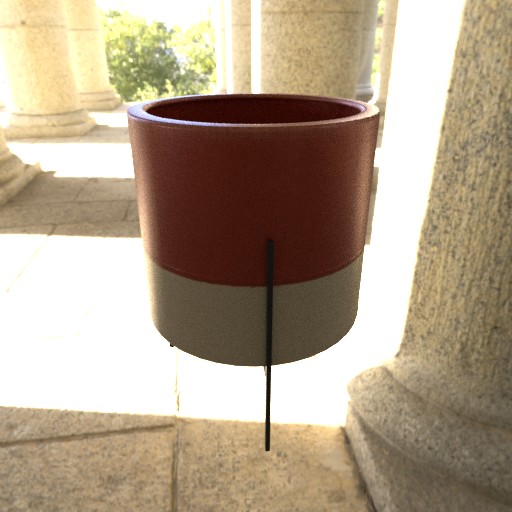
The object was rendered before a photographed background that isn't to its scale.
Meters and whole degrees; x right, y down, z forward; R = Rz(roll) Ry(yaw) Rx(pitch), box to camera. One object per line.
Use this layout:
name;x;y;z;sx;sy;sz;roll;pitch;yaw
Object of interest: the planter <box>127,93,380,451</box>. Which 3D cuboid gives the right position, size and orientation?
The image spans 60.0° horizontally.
planter;0.000;0.000;0.717;0.354;0.465;0.345;-18;31;-33
